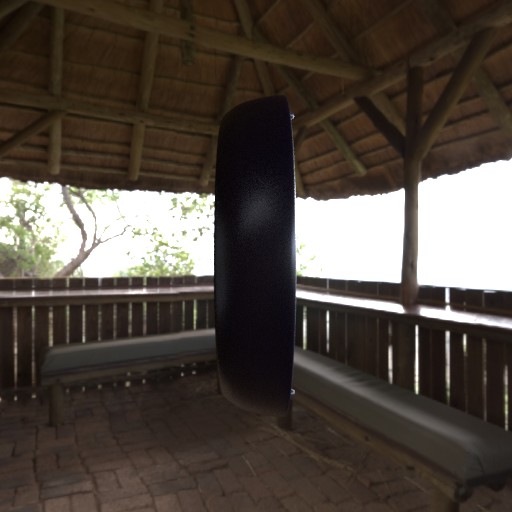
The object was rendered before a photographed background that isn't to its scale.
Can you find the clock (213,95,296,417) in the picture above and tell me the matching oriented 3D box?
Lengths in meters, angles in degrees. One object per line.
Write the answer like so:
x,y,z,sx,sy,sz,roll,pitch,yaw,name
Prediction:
0.000,0.000,0.439,0.060,0.300,0.300,0,0,0,clock
